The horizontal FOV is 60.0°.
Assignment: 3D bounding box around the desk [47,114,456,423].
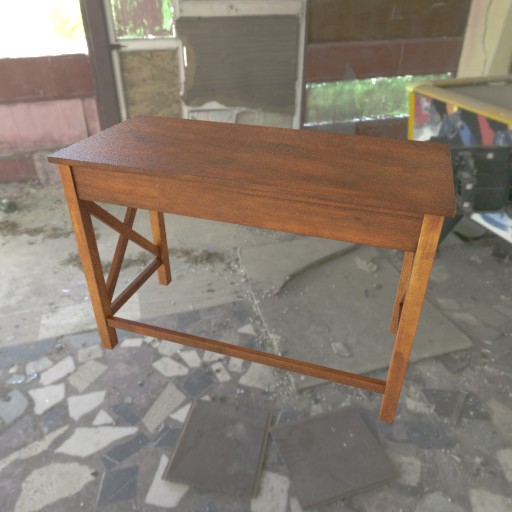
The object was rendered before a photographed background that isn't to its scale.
[{"bbox_3d":[0.000,0.000,1.548,1.117,0.762,0.508,10,33,16],"label":"desk"}]
